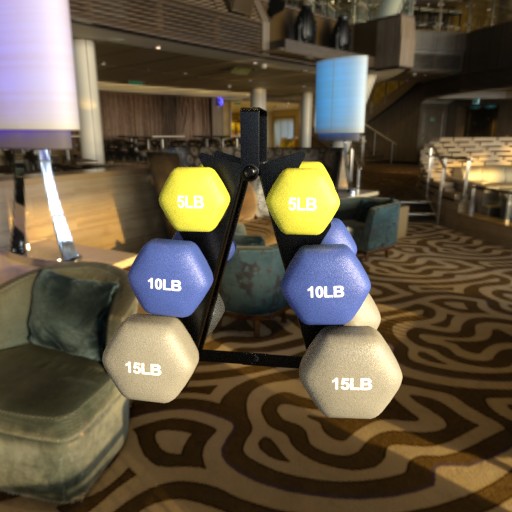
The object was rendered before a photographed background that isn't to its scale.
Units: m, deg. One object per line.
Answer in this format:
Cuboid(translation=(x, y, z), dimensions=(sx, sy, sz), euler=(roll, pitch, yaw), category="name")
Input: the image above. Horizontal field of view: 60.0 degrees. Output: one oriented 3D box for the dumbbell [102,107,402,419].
Cuboid(translation=(0.000, 0.000, 0.676), dimensions=(0.416, 0.426, 0.261), euler=(2, 15, 8), category="dumbbell")
